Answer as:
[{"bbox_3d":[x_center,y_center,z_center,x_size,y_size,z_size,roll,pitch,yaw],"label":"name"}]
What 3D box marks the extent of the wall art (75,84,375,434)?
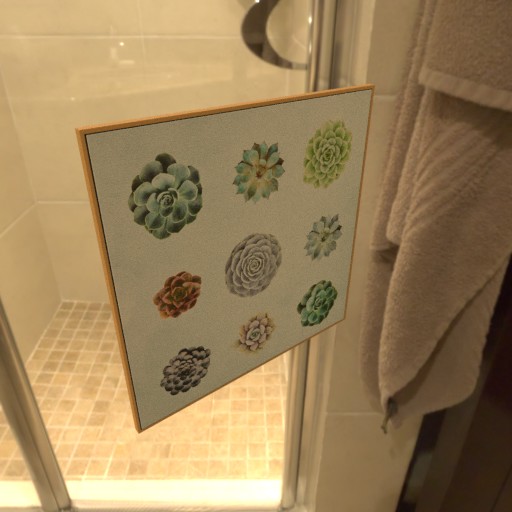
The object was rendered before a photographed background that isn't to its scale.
[{"bbox_3d":[0.000,0.000,0.681,0.457,0.455,0.013,-21,36,-32],"label":"wall art"}]
